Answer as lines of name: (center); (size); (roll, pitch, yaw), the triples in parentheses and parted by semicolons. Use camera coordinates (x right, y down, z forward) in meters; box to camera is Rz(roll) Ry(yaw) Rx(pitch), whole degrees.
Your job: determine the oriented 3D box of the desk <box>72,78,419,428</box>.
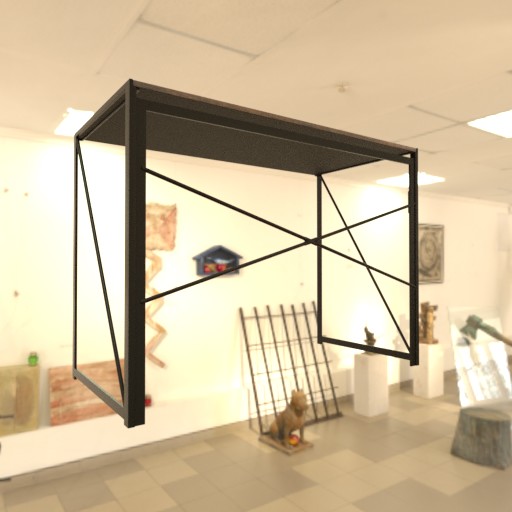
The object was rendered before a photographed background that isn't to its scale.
desk: (0.000, 0.000, 1.443); (1.015, 0.747, 0.505); (1, -1, -35)
